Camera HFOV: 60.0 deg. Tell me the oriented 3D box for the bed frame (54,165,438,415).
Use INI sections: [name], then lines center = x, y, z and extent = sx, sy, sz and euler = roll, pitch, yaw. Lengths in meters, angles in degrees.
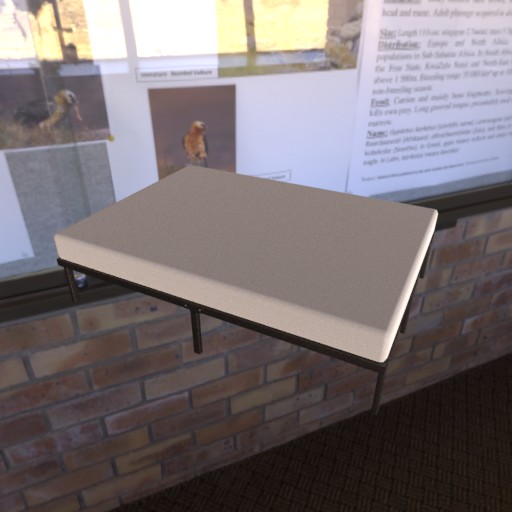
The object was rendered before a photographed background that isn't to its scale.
[bed frame]
center = 0.000, 0.000, 3.816
extent = 2.842, 0.680, 2.205
euler = 19, 35, 29
